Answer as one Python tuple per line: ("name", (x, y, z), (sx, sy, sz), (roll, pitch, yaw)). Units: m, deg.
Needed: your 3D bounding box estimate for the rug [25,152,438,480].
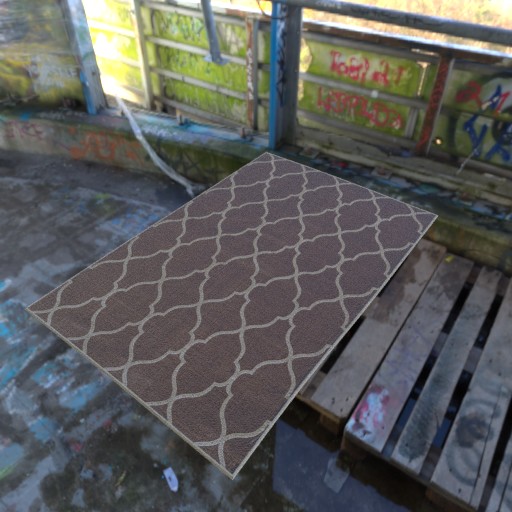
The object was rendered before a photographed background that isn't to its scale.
("rug", (0.000, 0.000, 2.822), (1.528, 0.014, 2.294), (27, 48, 27))
